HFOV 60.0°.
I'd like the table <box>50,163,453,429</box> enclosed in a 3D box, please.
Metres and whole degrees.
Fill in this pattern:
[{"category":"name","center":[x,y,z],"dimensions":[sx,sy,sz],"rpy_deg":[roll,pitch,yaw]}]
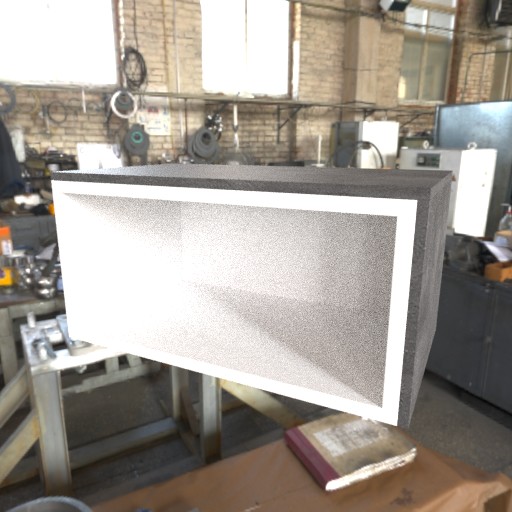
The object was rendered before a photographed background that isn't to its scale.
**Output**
[{"category":"table","center":[0.000,0.000,0.929],"dimensions":[0.700,0.350,0.400],"rpy_deg":[7,16,26]}]
